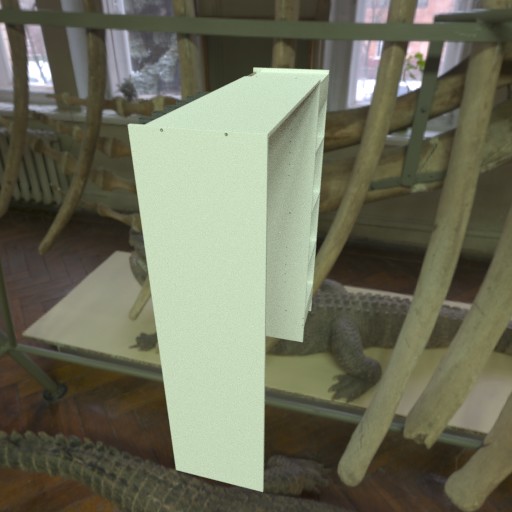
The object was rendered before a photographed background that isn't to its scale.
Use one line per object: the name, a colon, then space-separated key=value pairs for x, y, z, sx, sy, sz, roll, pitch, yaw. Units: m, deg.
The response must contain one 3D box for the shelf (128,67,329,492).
shelf: x=0.000 y=0.000 z=2.535 sx=0.500 sy=1.810 sz=1.600 roll=7 pitch=30 yaw=13
